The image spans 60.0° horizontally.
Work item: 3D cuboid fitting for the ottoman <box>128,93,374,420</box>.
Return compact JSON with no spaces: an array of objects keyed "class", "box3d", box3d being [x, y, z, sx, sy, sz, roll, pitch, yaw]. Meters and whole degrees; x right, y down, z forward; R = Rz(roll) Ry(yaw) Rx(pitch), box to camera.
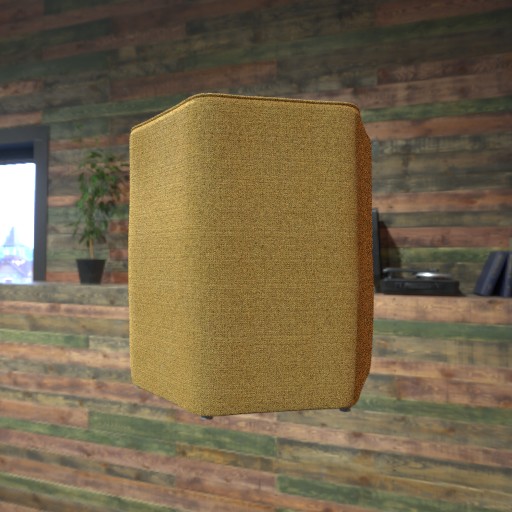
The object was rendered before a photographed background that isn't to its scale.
[{"class":"ottoman","box3d":[0.000,0.000,0.888,0.443,0.502,0.494,0,-1,20]}]
